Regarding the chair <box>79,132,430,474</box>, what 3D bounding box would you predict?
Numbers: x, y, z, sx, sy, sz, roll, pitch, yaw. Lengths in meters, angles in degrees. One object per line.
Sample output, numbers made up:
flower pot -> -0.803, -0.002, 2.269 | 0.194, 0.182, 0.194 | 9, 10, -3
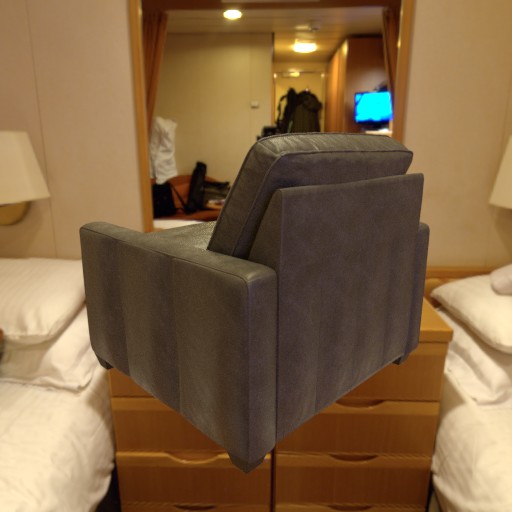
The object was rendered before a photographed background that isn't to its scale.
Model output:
chair -> 0.000, 0.000, 1.716 | 1.006, 0.916, 0.939 | -14, 20, -43
